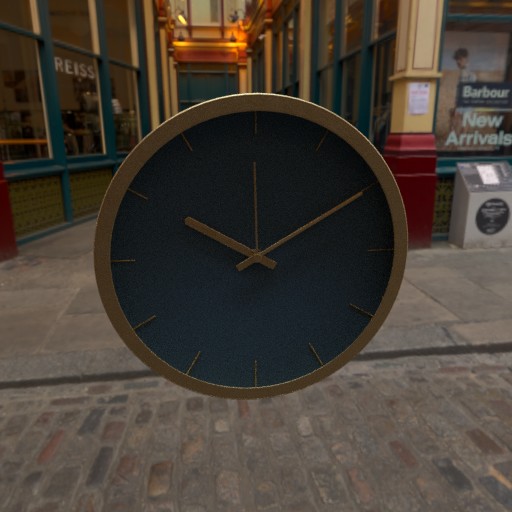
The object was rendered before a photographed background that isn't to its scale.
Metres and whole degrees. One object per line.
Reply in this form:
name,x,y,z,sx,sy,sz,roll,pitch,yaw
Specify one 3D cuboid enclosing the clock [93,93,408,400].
clock,0.000,0.000,0.457,0.314,0.314,0.040,-2,16,-8
